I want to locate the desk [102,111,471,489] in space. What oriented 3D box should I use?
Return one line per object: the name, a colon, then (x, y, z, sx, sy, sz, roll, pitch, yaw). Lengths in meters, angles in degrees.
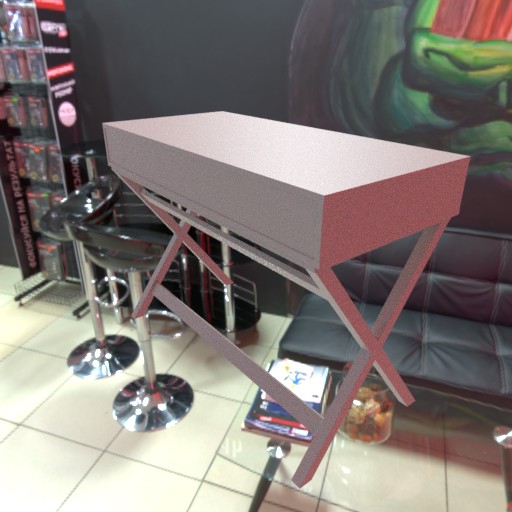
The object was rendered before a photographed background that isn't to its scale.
desk: (0.000, 0.000, 1.473, 0.525, 0.780, 1.057, -19, 31, -34)
